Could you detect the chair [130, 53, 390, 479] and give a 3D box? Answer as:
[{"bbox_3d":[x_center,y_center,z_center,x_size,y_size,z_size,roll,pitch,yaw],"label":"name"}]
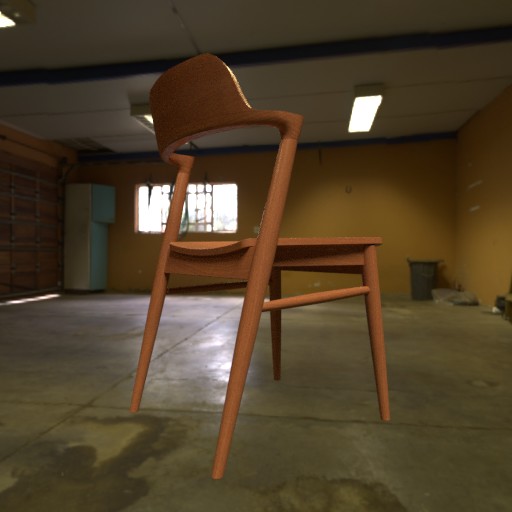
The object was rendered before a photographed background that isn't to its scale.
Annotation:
[{"bbox_3d":[0.000,0.000,1.113,0.499,0.801,0.496,0,0,-36],"label":"chair"}]
